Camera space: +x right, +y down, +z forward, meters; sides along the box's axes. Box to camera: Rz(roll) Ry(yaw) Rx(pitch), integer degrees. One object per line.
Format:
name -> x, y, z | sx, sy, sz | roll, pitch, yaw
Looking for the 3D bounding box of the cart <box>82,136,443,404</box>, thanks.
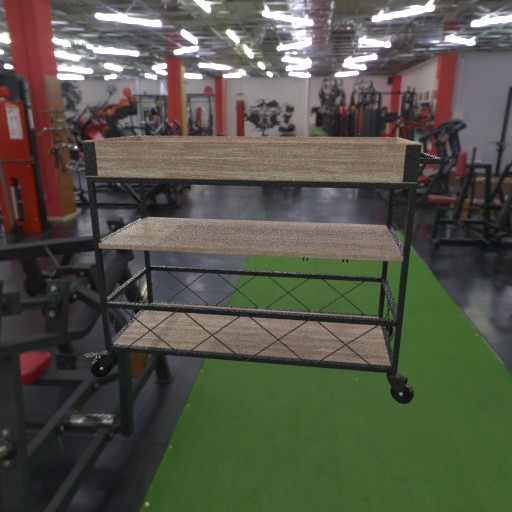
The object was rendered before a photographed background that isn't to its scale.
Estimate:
cart -> 0.000, 0.000, 1.542 | 1.101, 0.787, 0.500 | 3, 17, 8
